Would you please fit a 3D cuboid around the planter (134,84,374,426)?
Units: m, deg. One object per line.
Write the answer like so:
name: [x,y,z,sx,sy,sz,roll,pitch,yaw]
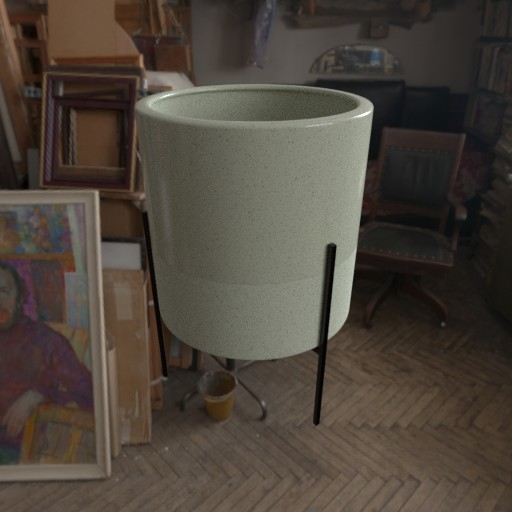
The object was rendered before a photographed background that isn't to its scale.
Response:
planter: [0.000,0.000,0.706,0.314,0.475,0.323,-20,34,-32]
